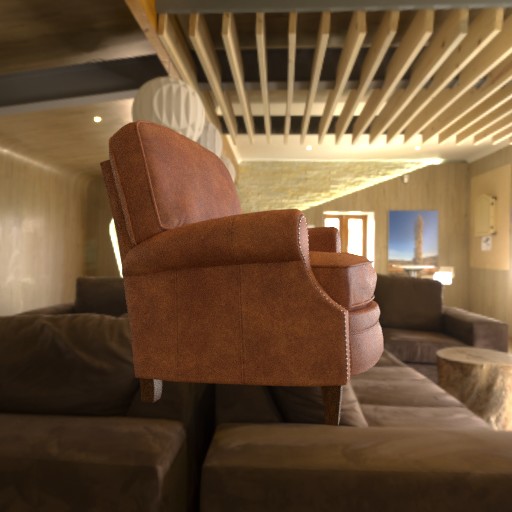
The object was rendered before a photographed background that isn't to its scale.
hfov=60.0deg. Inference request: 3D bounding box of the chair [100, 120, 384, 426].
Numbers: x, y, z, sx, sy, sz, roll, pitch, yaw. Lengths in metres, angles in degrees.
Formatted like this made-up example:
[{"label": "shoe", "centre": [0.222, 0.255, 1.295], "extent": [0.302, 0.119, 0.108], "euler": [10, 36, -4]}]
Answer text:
[{"label": "chair", "centre": [0.000, 0.000, 1.785], "extent": [0.986, 1.018, 0.936], "euler": [0, 0, 18]}]
